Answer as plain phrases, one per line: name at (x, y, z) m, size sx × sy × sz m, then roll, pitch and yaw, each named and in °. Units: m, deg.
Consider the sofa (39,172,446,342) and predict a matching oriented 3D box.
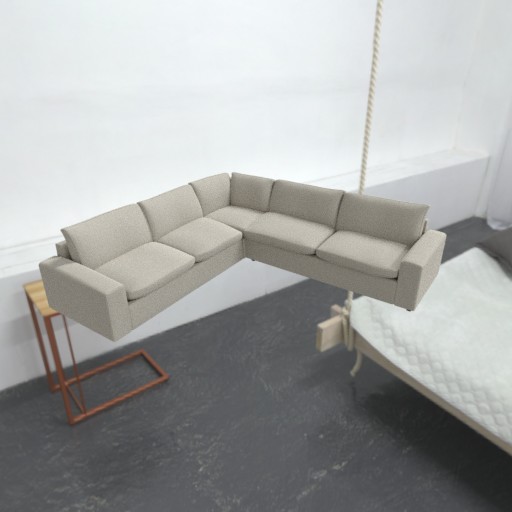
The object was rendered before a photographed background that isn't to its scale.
sofa at (0.000, 0.000, 4.805) m, size 3.206 × 0.918 × 3.066 m, roll 17°, pitch 32°, yaw 30°
